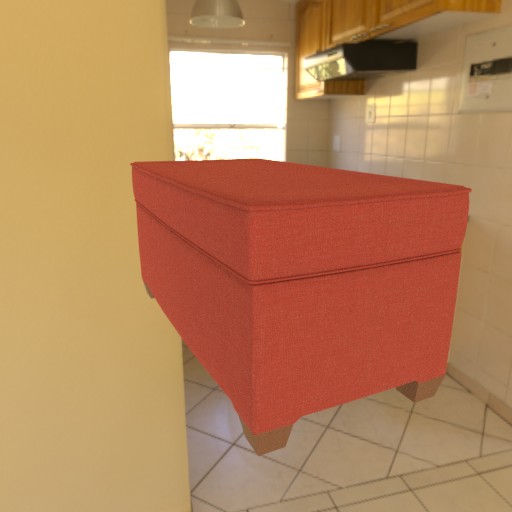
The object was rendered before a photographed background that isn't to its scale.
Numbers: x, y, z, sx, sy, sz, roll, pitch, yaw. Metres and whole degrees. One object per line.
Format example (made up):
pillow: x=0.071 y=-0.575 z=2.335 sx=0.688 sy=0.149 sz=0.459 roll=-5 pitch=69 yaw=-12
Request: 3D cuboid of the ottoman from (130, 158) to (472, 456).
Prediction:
ottoman: x=0.000 y=0.000 z=1.196 sx=0.497 sy=0.454 sz=0.948 roll=-8 pitch=18 yaw=-25
